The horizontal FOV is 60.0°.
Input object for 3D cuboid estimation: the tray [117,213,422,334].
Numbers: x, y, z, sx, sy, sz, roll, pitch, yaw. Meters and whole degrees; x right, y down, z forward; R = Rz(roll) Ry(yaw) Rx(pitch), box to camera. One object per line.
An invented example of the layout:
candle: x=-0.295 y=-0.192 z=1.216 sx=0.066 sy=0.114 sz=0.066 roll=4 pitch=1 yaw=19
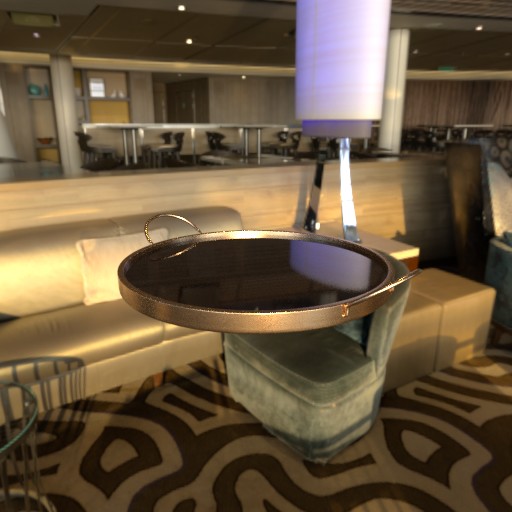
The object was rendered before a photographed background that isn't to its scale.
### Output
tray: x=0.000 y=0.000 z=0.729 sx=0.543 sy=0.069 sz=0.438 roll=15 pitch=22 yaw=42
